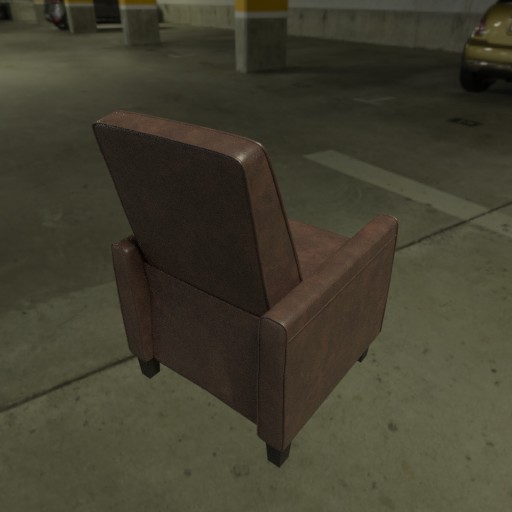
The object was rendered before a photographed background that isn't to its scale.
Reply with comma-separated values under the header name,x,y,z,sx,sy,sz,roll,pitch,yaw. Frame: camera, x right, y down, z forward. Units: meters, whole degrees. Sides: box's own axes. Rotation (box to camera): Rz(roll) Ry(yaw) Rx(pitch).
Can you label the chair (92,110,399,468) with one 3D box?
name,x,y,z,sx,sy,sz,roll,pitch,yaw
chair,0.000,0.000,1.500,0.705,1.013,0.746,21,37,32
